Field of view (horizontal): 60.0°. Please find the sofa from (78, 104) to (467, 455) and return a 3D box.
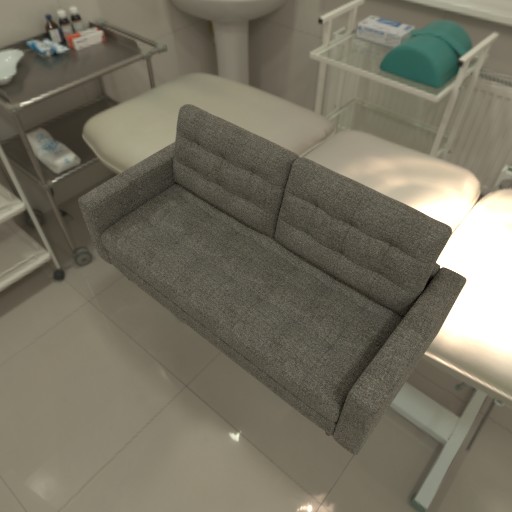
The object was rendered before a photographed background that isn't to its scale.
[{"bbox_3d":[0.000,0.000,2.295,1.821,0.902,0.863,32,55,26],"label":"sofa"}]
